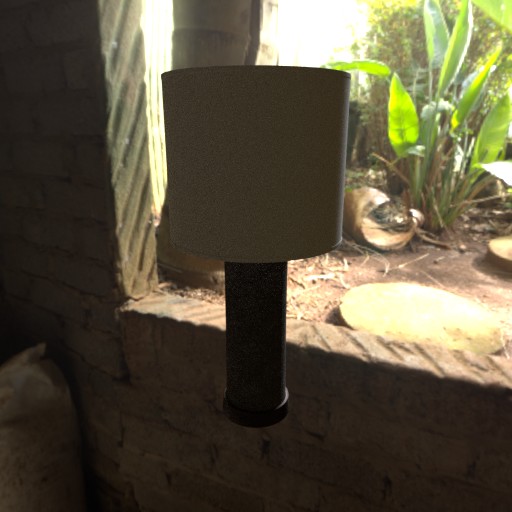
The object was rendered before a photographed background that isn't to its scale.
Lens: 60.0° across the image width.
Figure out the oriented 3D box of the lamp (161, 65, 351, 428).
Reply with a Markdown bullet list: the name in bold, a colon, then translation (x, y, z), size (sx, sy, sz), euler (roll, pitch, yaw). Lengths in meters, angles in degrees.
- **lamp**: translation (0.000, 0.000, 0.800), size (0.301, 0.630, 0.301), euler (-3, 17, -10)
